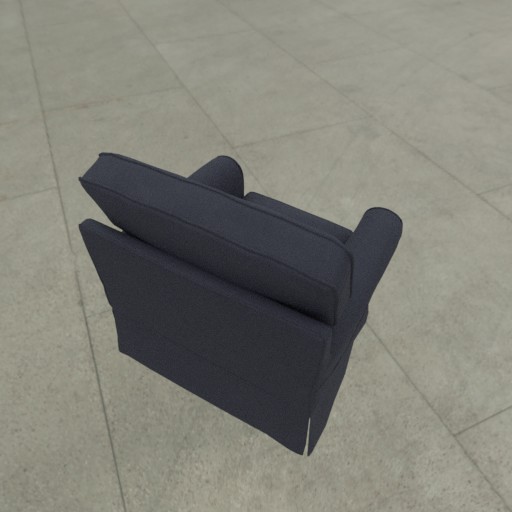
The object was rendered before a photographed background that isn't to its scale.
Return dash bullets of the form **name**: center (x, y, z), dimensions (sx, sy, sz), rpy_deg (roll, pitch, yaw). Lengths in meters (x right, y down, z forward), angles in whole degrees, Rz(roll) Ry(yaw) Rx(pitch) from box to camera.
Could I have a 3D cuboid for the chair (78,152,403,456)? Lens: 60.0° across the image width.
- **chair**: center (0.000, 0.000, 2.036), dimensions (1.119, 1.140, 1.002), rpy_deg (23, 49, 21)
